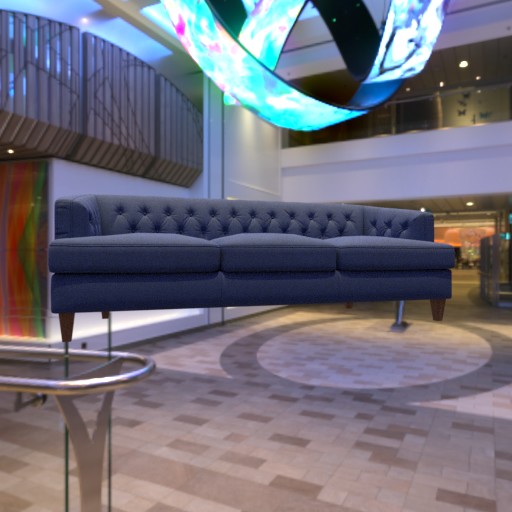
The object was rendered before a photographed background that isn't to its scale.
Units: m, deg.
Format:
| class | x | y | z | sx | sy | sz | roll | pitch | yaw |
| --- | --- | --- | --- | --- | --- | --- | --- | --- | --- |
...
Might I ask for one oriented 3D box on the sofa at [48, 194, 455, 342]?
| class | x | y | z | sx | sy | sz | roll | pitch | yaw |
| --- | --- | --- | --- | --- | --- | --- | --- | --- | --- |
| sofa | 0.000 | 0.000 | 2.727 | 2.235 | 0.787 | 0.914 | 0 | 0 | -18 |
